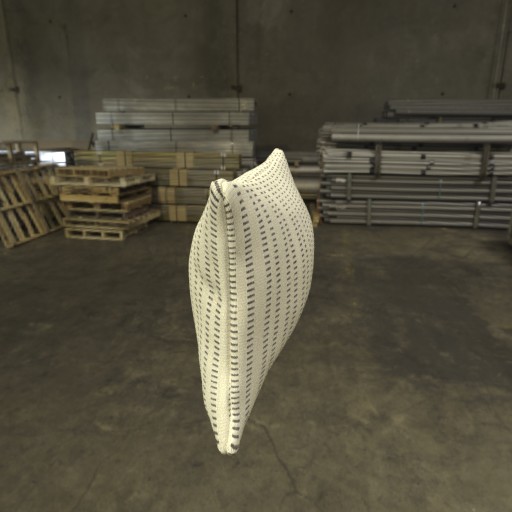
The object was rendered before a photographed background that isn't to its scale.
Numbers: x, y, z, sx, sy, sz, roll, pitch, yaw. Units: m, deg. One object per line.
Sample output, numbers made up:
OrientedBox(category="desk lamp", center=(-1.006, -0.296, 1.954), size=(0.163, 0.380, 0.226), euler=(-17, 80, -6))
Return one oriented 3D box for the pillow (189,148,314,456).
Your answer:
OrientedBox(category="pillow", center=(0.000, 0.000, 0.816), size=(0.210, 0.353, 0.640), euler=(2, 17, 8))
